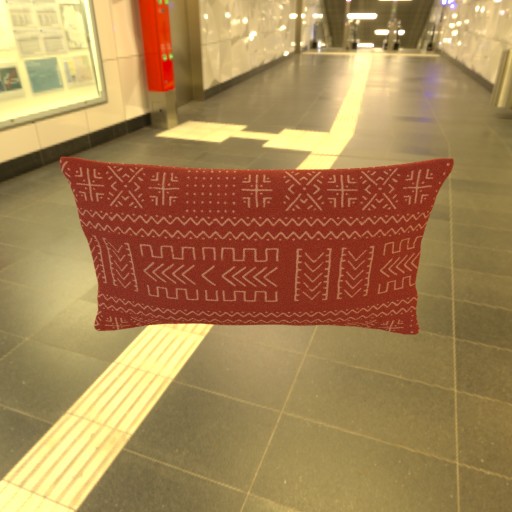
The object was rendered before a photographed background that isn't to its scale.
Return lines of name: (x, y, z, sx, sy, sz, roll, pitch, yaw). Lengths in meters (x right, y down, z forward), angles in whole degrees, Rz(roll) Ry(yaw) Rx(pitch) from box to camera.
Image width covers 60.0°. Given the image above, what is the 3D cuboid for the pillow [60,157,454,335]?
pillow: (0.000, 0.000, 0.784, 0.640, 0.352, 0.130, 0, 29, 1)
